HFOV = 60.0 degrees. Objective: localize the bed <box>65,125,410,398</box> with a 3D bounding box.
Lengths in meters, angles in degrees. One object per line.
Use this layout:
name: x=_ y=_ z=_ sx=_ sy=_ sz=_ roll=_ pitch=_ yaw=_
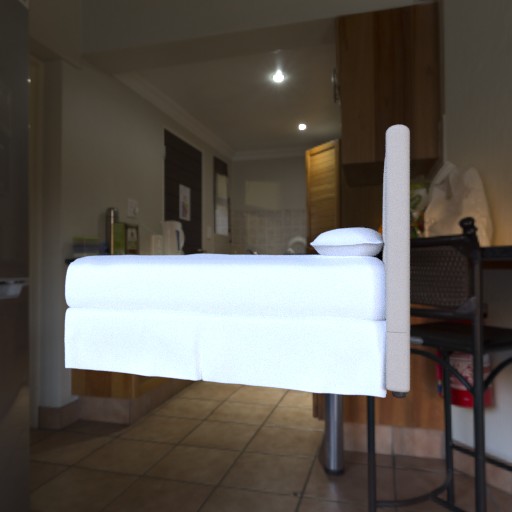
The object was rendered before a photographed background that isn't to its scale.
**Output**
bed: x=0.000 y=0.000 z=3.160 sx=2.052 sy=1.398 sz=1.678 roll=0 pitch=0 yaw=18
